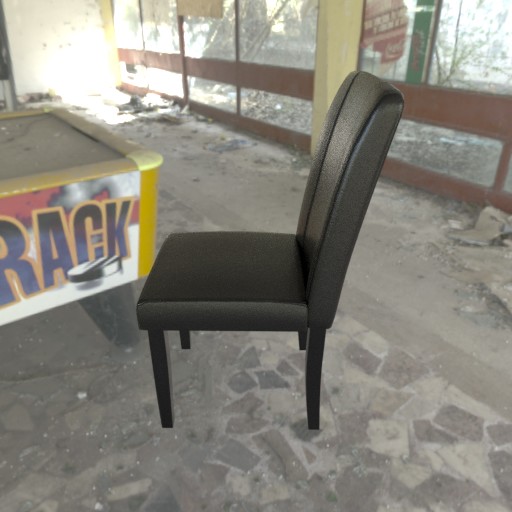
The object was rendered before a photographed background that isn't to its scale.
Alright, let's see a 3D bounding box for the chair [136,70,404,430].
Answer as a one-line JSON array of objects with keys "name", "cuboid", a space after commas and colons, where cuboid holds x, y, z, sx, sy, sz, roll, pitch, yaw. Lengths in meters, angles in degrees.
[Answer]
[{"name": "chair", "cuboid": [0.000, 0.000, 1.182, 0.556, 0.897, 0.399, 0, 28, 1]}]
